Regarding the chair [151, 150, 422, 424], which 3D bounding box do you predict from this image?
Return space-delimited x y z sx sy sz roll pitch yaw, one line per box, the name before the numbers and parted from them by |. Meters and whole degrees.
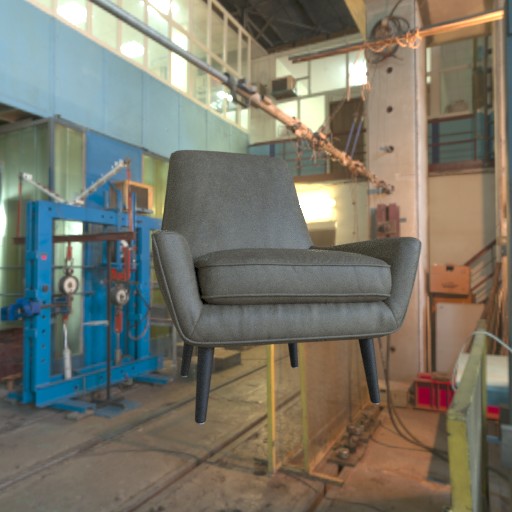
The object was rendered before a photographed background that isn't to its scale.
chair | 0.000 0.000 1.556 0.787 0.888 0.824 0 -2 -18
